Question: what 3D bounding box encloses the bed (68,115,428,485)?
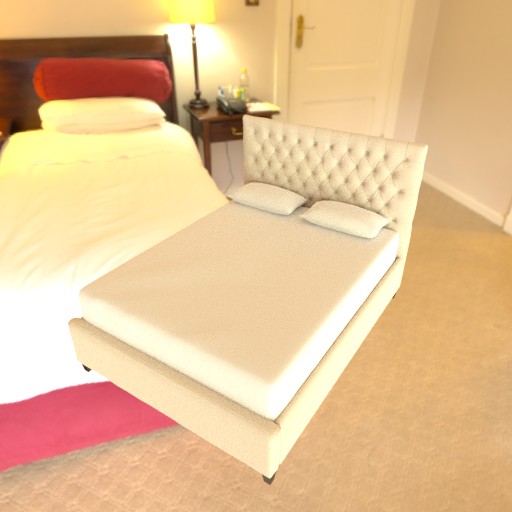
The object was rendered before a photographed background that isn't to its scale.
[{"bbox_3d":[0.000,0.000,3.318,1.696,1.426,2.233,19,36,28],"label":"bed"}]
